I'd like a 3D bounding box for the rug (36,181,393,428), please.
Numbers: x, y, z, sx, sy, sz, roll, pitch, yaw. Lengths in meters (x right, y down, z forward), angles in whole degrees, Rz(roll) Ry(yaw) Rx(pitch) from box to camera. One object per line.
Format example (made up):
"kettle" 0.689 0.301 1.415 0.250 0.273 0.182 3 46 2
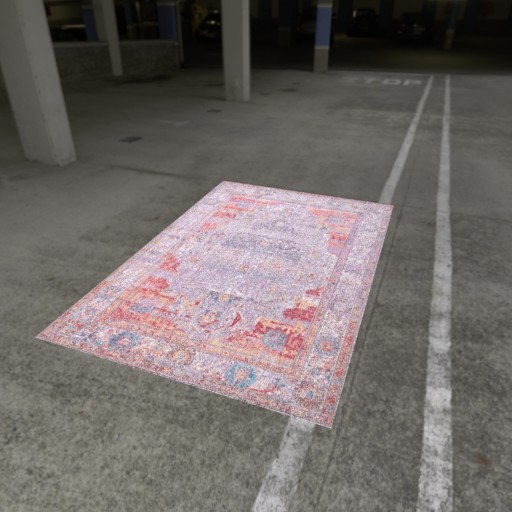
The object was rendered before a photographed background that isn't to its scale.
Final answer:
"rug" 0.000 0.000 2.342 1.219 0.005 1.829 11 33 18
